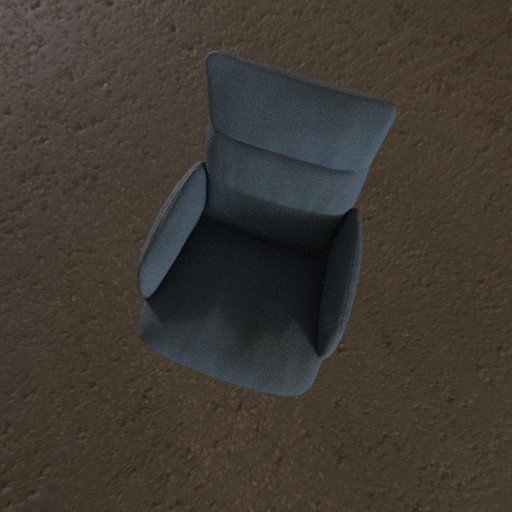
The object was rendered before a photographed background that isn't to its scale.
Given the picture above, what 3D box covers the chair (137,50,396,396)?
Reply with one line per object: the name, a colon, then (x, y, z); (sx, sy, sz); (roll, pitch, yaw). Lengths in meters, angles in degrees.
chair: (0.000, 0.000, 1.579); (0.711, 1.016, 0.889); (18, 76, 5)
